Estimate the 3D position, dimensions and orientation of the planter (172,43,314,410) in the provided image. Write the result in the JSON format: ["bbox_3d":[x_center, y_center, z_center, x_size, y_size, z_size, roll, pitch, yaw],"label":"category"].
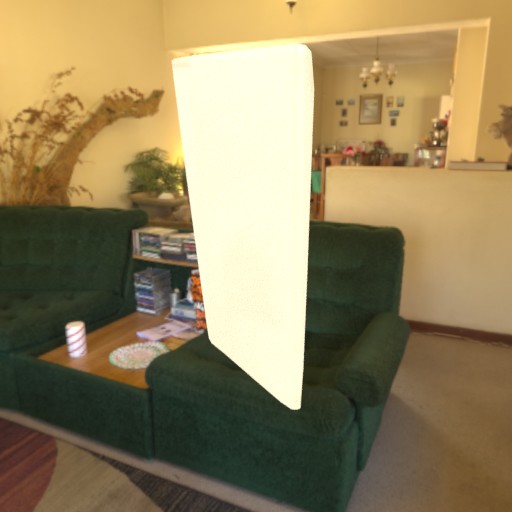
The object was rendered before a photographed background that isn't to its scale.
[{"bbox_3d":[0.000,0.000,0.259,0.060,0.197,0.150,2,14,8],"label":"planter"}]
